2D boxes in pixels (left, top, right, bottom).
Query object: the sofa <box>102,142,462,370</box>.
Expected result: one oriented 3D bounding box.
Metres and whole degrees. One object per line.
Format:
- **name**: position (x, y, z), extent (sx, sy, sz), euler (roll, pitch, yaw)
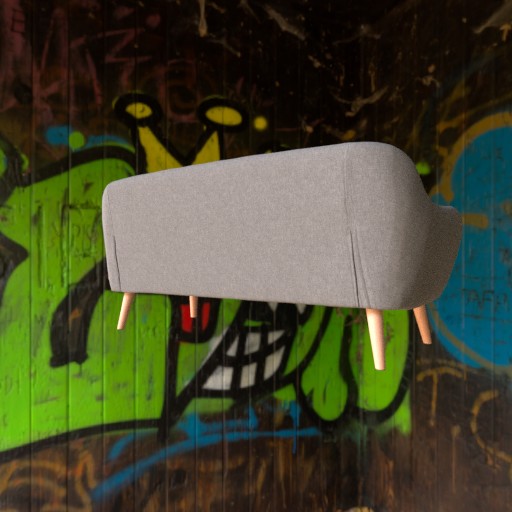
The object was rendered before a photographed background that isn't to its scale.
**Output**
- **sofa**: position (0.000, 0.000, 2.264), extent (1.840, 0.820, 0.820), euler (0, 0, 36)
